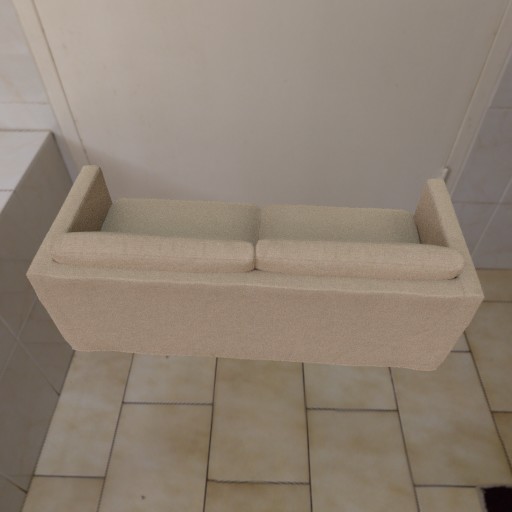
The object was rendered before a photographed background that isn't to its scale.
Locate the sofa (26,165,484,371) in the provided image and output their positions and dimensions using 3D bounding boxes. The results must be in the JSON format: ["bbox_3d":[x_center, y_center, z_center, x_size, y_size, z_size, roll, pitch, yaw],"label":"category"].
[{"bbox_3d":[0.000,0.000,2.708,2.312,0.853,0.962,3,48,2],"label":"sofa"}]
